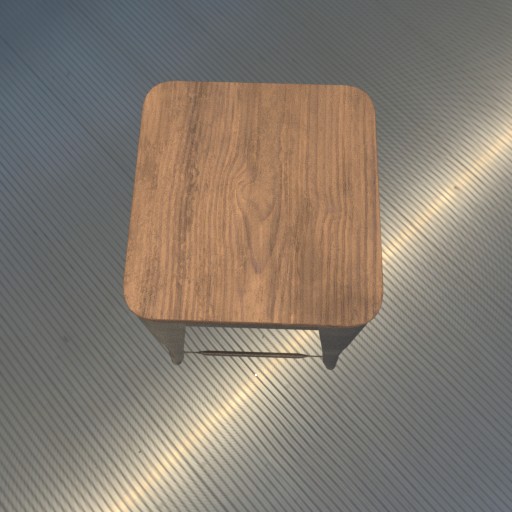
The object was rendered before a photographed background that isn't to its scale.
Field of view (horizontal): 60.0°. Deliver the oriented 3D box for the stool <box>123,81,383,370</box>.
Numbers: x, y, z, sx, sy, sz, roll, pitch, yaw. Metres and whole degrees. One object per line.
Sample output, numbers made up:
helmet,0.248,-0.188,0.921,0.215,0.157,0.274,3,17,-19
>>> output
stool,0.000,0.000,0.853,0.407,0.607,0.407,2,75,0
